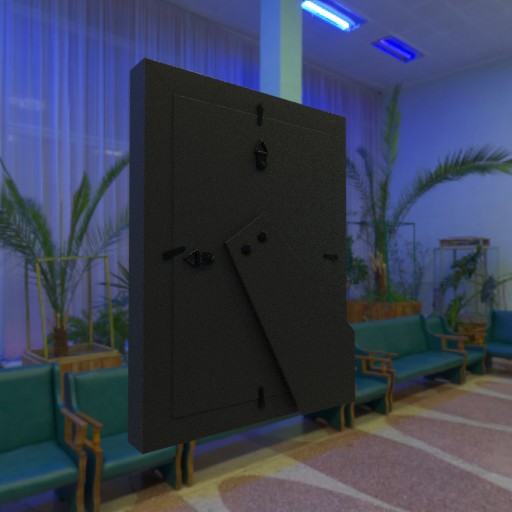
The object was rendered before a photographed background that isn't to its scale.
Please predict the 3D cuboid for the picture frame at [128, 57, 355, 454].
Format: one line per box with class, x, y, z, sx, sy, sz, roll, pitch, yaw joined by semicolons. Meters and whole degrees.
picture frame;0.000;0.000;0.284;0.157;0.208;0.028;1;-1;-37
